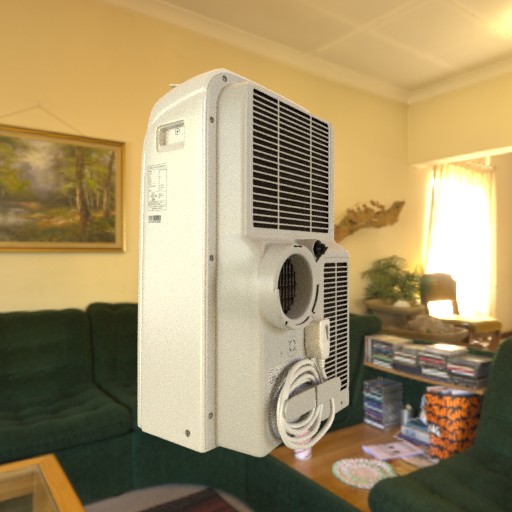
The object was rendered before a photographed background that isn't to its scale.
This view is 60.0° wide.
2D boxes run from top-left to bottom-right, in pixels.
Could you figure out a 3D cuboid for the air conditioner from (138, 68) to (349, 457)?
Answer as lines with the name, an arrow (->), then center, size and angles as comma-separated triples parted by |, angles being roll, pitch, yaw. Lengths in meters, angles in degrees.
air conditioner -> 0.000, 0.000, 1.057 | 0.414, 0.786, 0.449 | 0, 0, 37
